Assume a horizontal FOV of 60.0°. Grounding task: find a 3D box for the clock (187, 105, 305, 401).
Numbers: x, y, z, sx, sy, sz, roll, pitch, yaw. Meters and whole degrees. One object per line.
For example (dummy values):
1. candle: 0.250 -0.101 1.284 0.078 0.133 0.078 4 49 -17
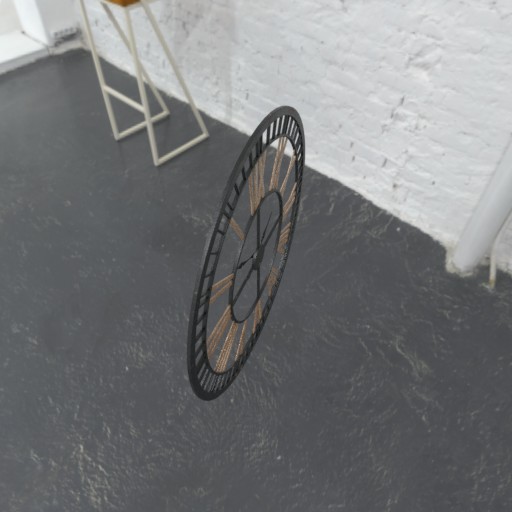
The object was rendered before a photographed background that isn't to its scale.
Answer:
1. clock: 0.000 0.000 1.288 0.025 0.843 0.843 16 49 15
